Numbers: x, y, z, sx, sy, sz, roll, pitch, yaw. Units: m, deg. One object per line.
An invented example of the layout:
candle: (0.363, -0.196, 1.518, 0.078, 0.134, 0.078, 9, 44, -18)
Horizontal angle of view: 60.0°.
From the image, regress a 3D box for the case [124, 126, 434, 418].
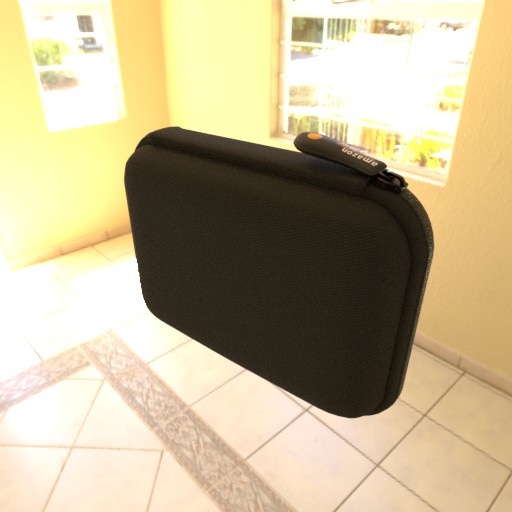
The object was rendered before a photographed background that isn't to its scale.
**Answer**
case: (0.000, 0.000, 0.178, 0.132, 0.105, 0.038, 21, 36, 32)
